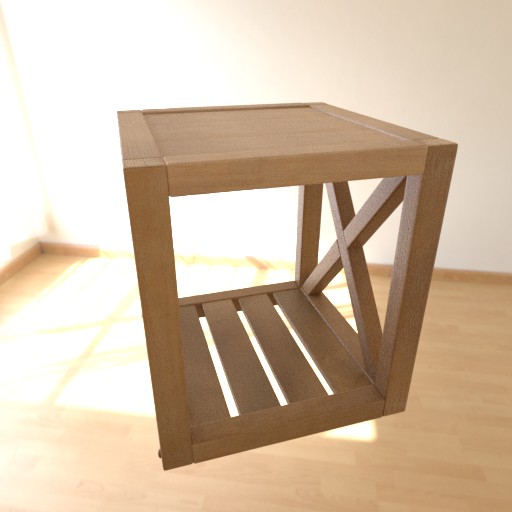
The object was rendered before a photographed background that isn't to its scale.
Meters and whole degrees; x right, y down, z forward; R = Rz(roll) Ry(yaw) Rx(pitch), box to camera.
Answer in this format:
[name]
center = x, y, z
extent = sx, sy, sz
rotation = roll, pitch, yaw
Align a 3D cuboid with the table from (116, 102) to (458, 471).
[table]
center = 0.000, 0.000, 1.048
extent = 0.558, 0.610, 0.559
rotation = -8, 27, -15
